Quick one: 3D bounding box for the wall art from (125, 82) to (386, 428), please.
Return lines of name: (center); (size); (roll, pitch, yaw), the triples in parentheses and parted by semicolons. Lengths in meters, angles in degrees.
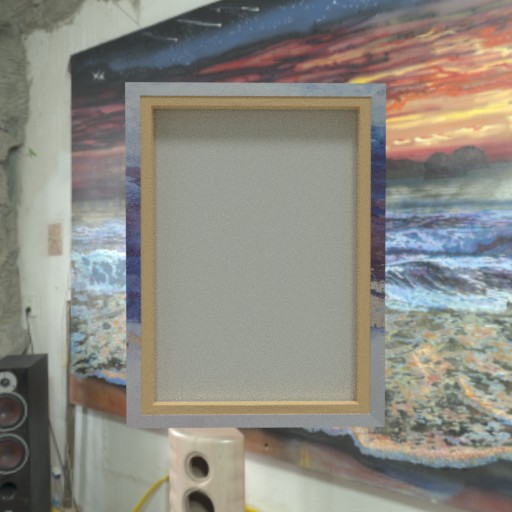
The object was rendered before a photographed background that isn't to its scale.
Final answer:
wall art: (0.000, 0.000, 0.764); (0.437, 0.581, 0.036); (0, 1, -1)
